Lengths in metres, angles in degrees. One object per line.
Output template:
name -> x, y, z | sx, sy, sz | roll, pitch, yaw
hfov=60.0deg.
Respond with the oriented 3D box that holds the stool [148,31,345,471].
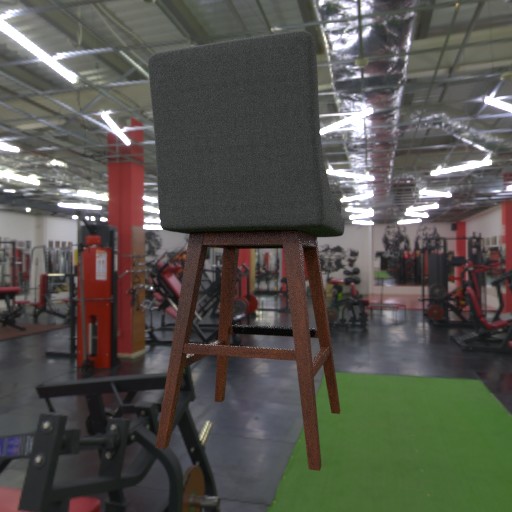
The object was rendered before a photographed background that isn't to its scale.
stool -> 0.000, 0.000, 1.235 | 0.447, 0.977, 0.524 | 0, -1, 17
